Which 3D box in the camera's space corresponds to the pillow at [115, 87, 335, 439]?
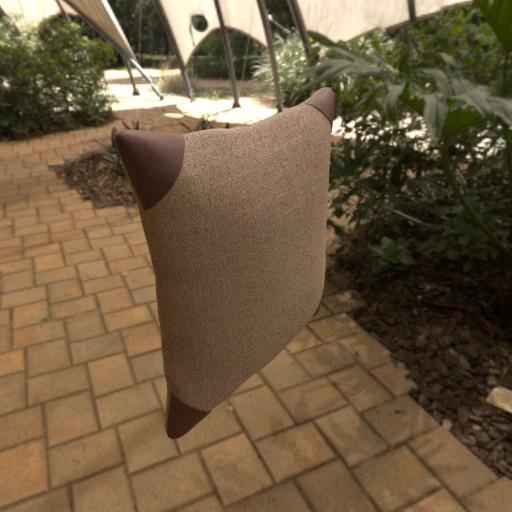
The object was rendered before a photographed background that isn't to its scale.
[{"bbox_3d":[0.000,0.000,0.680,0.147,0.448,0.437,18,33,31],"label":"pillow"}]
